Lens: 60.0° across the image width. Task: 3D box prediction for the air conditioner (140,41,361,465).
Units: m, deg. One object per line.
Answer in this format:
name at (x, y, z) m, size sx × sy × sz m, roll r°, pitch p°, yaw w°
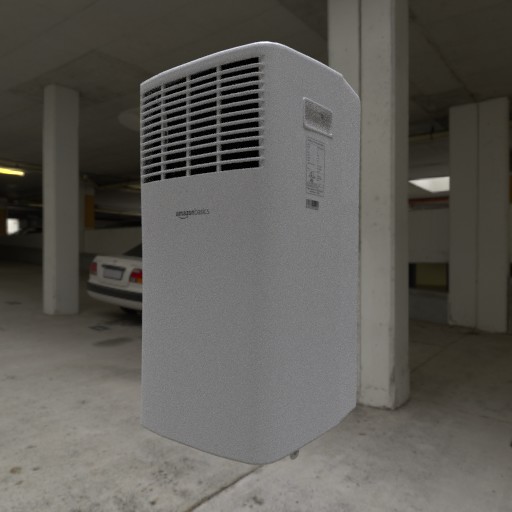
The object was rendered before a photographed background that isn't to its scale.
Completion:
air conditioner at (0.000, 0.000, 0.796) m, size 0.304 × 0.606 × 0.349 m, roll 0°, pitch 0°, yaw 36°
